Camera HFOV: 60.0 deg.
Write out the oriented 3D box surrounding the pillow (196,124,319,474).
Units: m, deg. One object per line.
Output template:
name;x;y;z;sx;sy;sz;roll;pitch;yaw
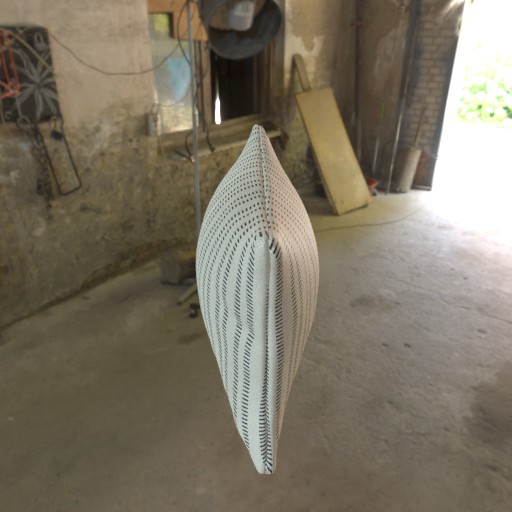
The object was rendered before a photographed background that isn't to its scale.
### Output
pillow;0.000;0.000;0.802;0.210;0.353;0.640;0;27;0
